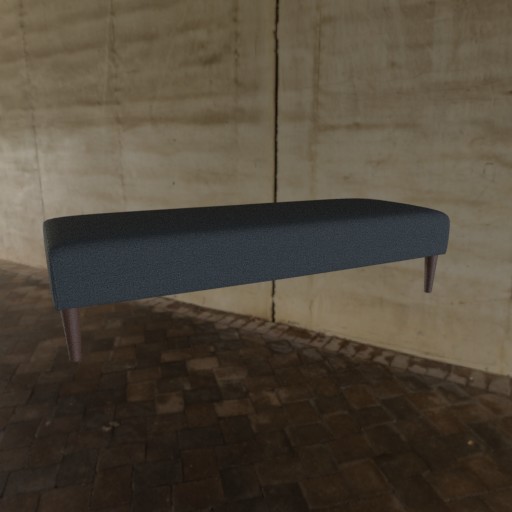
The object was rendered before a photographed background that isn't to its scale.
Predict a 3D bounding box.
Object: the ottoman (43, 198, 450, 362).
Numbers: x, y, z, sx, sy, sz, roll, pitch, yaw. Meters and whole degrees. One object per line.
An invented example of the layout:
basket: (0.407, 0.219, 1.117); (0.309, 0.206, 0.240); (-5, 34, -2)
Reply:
ottoman: (0.000, 0.000, 1.888); (1.609, 0.393, 0.646); (-7, 15, -26)
